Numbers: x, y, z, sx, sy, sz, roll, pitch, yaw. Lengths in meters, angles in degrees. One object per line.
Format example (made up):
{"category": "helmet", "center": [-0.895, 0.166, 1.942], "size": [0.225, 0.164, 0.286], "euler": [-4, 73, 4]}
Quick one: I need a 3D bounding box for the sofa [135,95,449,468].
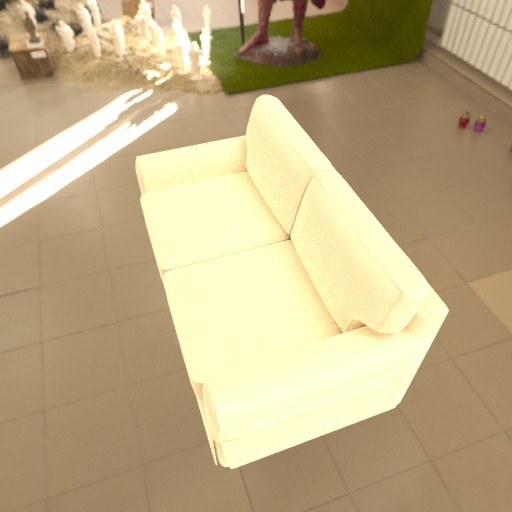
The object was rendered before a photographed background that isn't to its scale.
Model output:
{"category": "sofa", "center": [0.000, 0.000, 2.320], "size": [0.991, 0.940, 1.727], "euler": [-15, 48, -13]}
